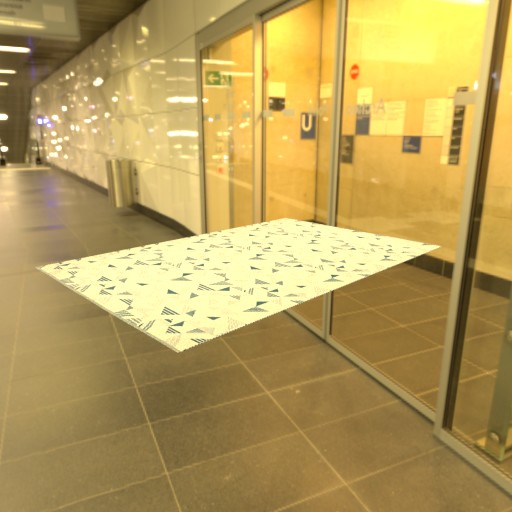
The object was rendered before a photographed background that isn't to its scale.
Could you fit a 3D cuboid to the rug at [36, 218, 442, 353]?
[{"bbox_3d":[0.000,0.000,2.357,1.835,0.003,1.206,-15,21,-42],"label":"rug"}]
